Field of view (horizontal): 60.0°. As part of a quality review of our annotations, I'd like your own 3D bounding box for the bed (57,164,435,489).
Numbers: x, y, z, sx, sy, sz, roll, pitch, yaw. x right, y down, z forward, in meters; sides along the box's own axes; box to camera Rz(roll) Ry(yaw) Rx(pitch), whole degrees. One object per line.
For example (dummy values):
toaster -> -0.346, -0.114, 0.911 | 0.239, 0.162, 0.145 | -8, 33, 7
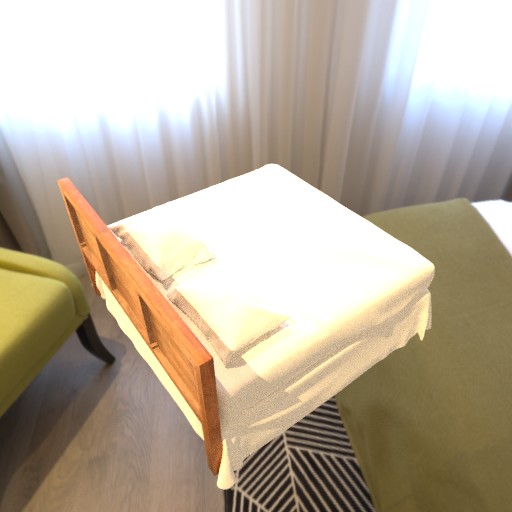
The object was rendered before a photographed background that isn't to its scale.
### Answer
bed -> 0.000, 0.000, 3.479 | 2.165, 1.158, 2.255 | -26, 47, -27
